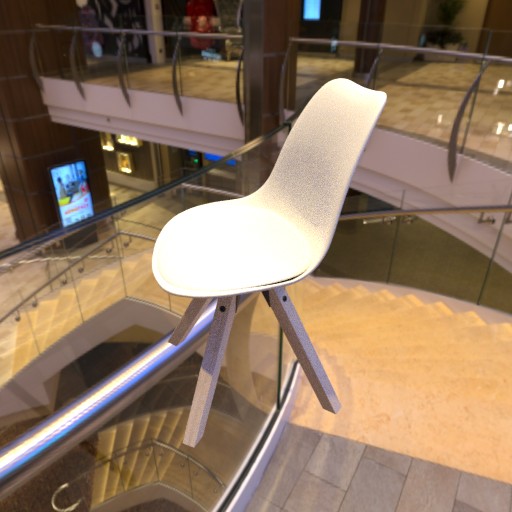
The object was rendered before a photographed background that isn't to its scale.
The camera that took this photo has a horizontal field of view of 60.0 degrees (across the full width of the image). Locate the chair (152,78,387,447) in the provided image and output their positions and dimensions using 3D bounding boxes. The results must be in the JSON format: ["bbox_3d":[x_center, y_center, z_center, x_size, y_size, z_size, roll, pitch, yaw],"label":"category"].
[{"bbox_3d":[0.000,0.000,1.198,0.550,0.850,0.485,-8,31,-13],"label":"chair"}]
